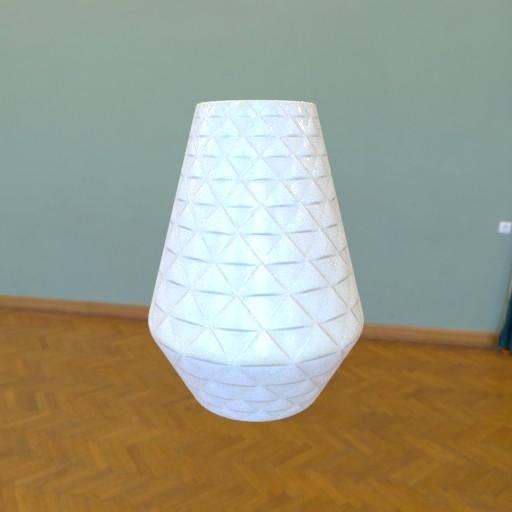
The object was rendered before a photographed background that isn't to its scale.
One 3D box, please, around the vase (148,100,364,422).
[{"bbox_3d":[0.000,0.000,0.356,0.175,0.230,0.175,0,15,0],"label":"vase"}]
